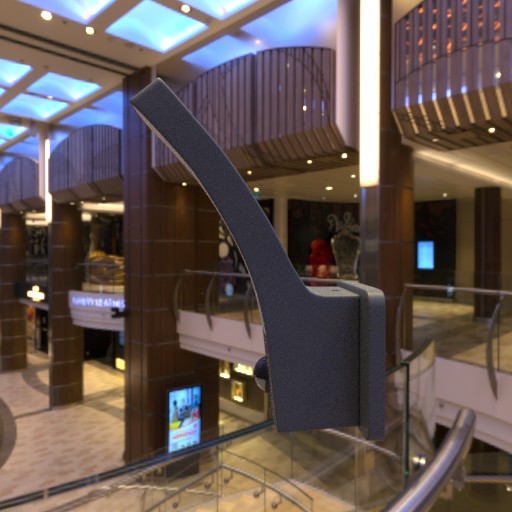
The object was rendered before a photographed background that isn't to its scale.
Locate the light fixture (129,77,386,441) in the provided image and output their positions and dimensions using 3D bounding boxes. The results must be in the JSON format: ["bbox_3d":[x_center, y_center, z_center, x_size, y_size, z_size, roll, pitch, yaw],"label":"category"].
[{"bbox_3d":[0.000,0.000,0.337,0.174,0.243,0.108,0,1,-1],"label":"light fixture"}]
